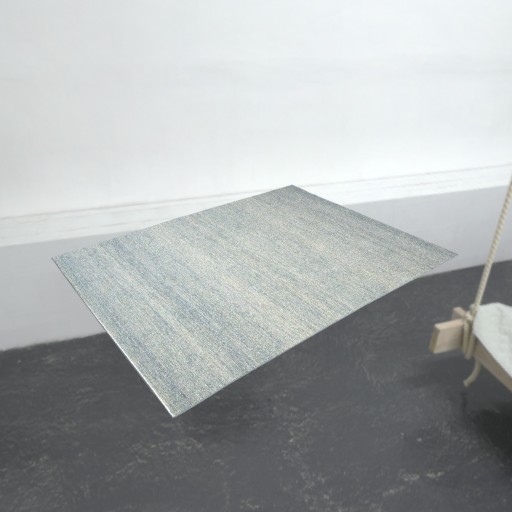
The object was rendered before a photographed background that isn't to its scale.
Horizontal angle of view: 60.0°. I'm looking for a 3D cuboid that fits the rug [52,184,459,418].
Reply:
[{"bbox_3d":[0.000,0.000,4.404,3.237,0.046,2.461,-22,36,-32],"label":"rug"}]
